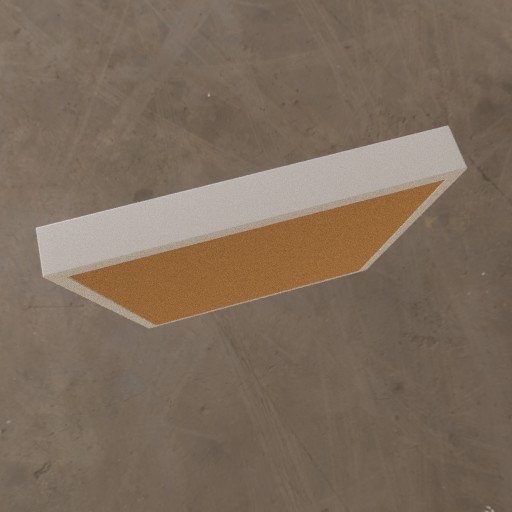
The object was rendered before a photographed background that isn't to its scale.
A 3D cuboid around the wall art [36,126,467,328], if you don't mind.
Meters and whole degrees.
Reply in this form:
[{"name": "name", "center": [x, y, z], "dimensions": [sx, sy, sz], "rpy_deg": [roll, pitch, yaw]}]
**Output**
[{"name": "wall art", "center": [0.000, 0.000, 0.459], "dimensions": [0.305, 0.305, 0.037], "rpy_deg": [-15, 75, -4]}]
